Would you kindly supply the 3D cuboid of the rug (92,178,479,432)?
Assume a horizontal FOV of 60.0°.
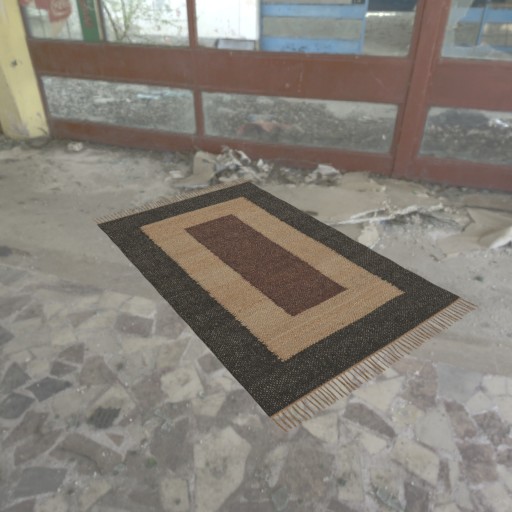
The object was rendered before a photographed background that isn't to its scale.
[{"bbox_3d":[0.000,0.000,1.925,0.920,0.013,1.541,-21,38,-30],"label":"rug"}]
